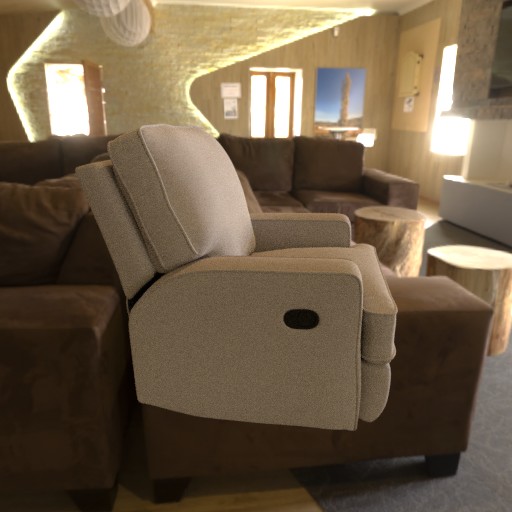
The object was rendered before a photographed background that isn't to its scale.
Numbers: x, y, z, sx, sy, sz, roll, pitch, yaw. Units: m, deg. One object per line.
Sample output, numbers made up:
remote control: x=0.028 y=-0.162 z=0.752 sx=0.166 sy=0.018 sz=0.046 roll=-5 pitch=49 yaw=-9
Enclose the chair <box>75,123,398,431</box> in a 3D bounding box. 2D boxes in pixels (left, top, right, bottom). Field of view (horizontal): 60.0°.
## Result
chair: x=0.000 y=0.000 z=1.681 sx=0.969 sy=0.964 sz=0.861 roll=3 pitch=17 yaw=9
